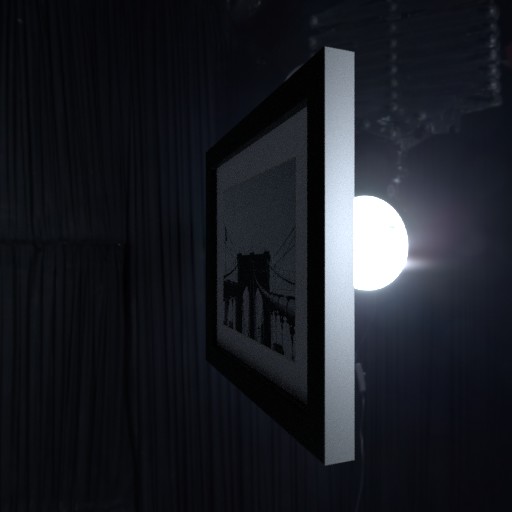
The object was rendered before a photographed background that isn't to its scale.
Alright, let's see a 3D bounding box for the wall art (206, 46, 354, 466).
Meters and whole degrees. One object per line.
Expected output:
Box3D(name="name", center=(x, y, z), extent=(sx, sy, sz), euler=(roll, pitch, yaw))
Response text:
Box3D(name="wall art", center=(0.000, 0.000, 0.530), extent=(0.028, 0.330, 0.380), euler=(0, 0, -21))
